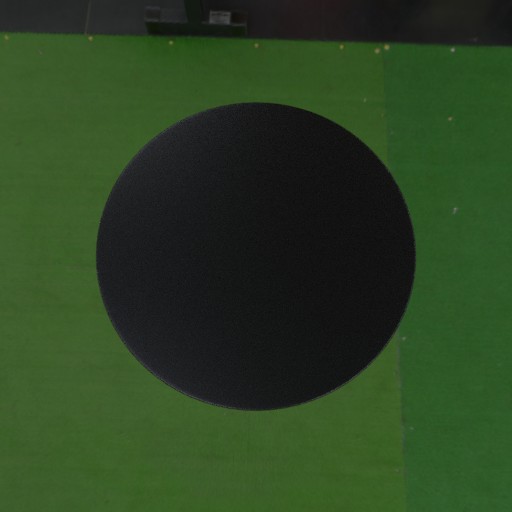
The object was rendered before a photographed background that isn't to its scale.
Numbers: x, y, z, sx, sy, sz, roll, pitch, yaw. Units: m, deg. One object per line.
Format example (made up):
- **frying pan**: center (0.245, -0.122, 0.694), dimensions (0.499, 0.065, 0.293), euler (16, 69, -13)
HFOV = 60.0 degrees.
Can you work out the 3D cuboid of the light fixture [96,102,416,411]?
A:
- **light fixture**: center (0.000, 0.000, 0.435), dimensions (0.283, 0.097, 0.283), euler (0, 75, 0)
